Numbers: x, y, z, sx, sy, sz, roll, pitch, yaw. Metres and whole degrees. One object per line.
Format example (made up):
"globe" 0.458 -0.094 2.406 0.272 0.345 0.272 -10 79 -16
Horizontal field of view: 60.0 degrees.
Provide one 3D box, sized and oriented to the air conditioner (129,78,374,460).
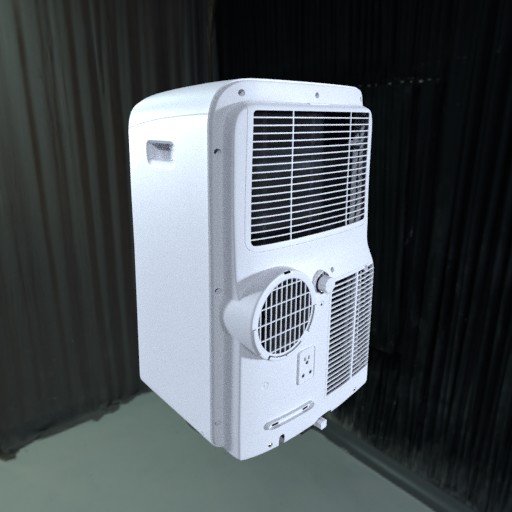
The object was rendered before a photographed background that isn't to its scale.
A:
"air conditioner" 0.000 0.000 1.071 0.478 0.765 0.467 -15 23 -41
